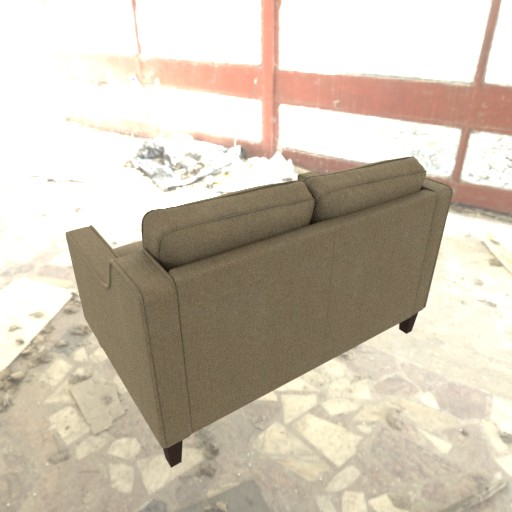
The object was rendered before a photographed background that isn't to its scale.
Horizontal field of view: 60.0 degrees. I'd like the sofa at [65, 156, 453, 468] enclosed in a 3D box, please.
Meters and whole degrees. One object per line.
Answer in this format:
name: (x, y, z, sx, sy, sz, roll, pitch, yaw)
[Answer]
sofa: (0.000, 0.000, 2.141, 1.503, 0.981, 0.985, -19, 35, -30)
